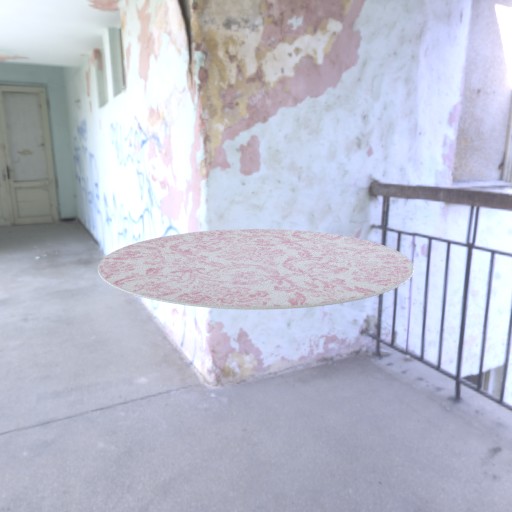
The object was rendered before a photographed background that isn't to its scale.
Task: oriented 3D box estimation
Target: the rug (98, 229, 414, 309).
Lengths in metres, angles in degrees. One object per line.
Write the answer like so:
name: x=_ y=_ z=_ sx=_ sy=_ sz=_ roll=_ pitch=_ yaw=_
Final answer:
rug: x=0.000 y=0.000 z=2.362 sx=1.593 sy=0.012 sz=1.593 roll=0 pitch=14 yaw=0
